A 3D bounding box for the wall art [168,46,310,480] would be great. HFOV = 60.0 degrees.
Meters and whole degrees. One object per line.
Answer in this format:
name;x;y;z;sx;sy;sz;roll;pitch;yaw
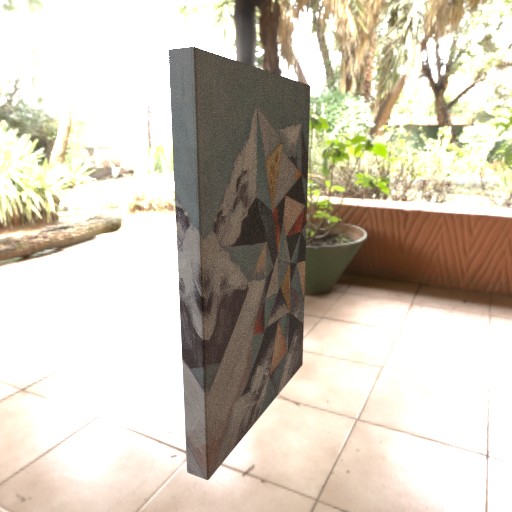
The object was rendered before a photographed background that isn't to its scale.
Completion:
wall art;0.000;0.000;1.171;0.061;0.911;0.609;7;16;26
